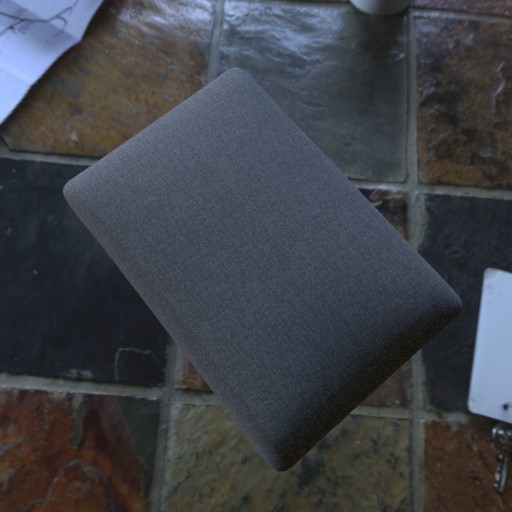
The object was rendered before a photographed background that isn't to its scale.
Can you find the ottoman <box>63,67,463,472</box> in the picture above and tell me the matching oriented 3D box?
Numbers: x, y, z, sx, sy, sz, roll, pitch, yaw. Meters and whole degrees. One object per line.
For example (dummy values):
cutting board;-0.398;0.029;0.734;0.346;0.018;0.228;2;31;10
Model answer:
ottoman;0.000;0.000;1.415;0.711;0.483;1.041;-39;78;-9
